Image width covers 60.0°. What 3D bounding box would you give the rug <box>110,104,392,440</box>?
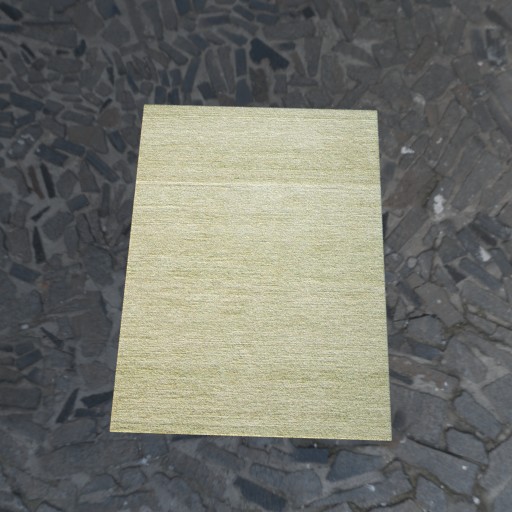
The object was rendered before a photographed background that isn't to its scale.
[{"bbox_3d":[0.000,0.000,4.213,2.425,0.016,3.198,2,75,0],"label":"rug"}]
